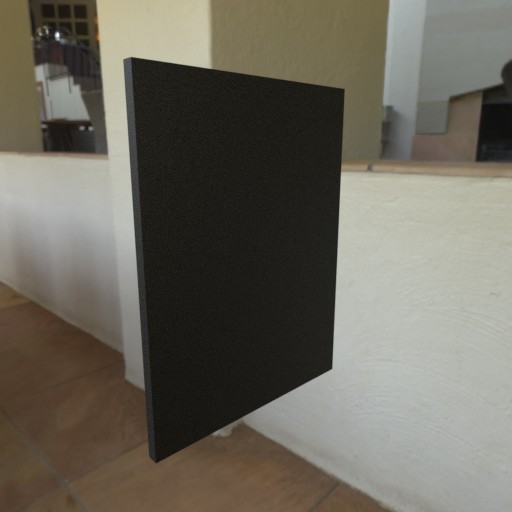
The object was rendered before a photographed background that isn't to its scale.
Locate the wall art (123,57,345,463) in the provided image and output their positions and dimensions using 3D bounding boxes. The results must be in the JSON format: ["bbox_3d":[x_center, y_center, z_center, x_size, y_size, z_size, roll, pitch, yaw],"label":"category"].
[{"bbox_3d":[0.000,0.000,1.403,0.806,1.062,0.038,-12,18,-42],"label":"wall art"}]
